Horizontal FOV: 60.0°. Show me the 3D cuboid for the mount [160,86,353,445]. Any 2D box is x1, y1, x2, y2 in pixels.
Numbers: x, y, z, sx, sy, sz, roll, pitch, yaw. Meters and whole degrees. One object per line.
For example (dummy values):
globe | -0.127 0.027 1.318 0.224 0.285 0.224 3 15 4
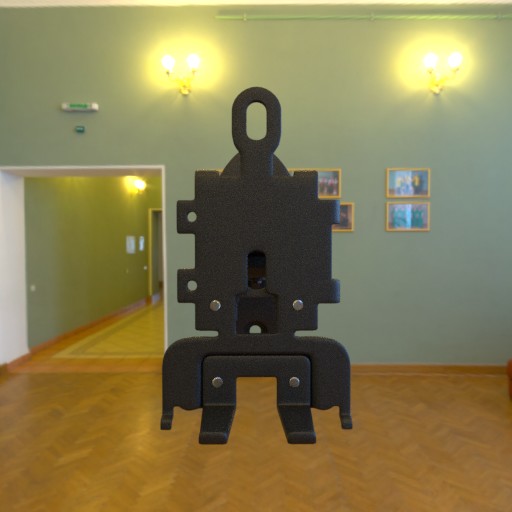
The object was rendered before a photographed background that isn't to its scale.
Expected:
mount | 0.000 0.000 0.177 0.066 0.118 0.100 0 1 0
